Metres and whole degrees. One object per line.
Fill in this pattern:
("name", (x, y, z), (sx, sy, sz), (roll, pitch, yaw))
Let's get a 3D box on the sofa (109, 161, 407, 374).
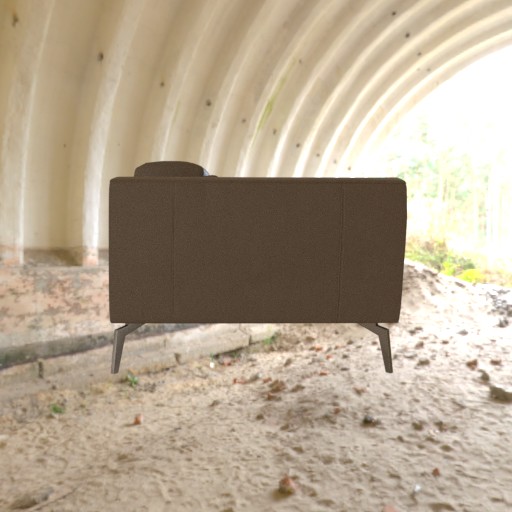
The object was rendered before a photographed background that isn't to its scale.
("sofa", (0.000, 0.000, 2.369), (1.003, 0.779, 1.895), (0, 0, -1))
